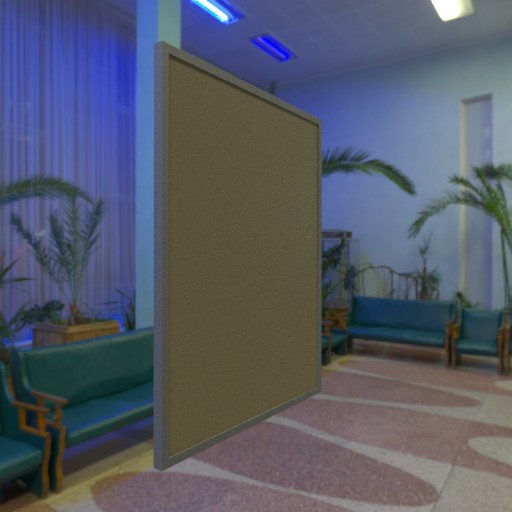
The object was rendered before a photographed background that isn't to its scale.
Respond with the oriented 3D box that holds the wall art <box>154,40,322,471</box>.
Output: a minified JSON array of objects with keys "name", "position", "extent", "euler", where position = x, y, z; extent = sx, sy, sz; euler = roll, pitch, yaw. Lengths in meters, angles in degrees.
[{"name":"wall art","position":[0.000,0.000,1.393],"extent":[0.034,1.042,0.789],"euler":[0,0,37]}]
